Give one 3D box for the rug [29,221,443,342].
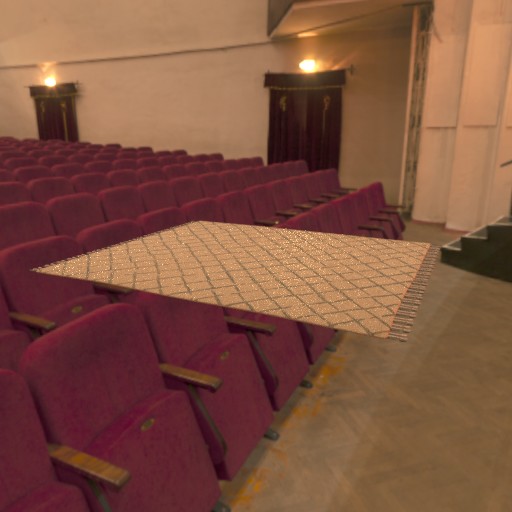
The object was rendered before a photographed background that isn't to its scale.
[{"bbox_3d":[0.000,0.000,4.834,3.585,0.036,2.892,7,17,25],"label":"rug"}]
